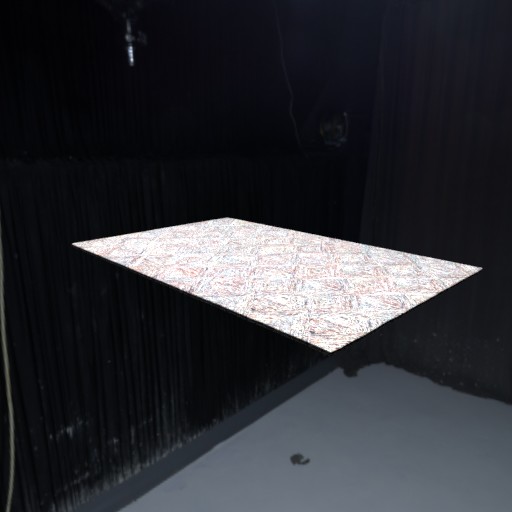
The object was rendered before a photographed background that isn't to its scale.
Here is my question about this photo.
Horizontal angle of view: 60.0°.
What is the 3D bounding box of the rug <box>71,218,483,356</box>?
[{"bbox_3d":[0.000,0.000,2.212,1.143,0.014,1.761,-15,21,-42],"label":"rug"}]
